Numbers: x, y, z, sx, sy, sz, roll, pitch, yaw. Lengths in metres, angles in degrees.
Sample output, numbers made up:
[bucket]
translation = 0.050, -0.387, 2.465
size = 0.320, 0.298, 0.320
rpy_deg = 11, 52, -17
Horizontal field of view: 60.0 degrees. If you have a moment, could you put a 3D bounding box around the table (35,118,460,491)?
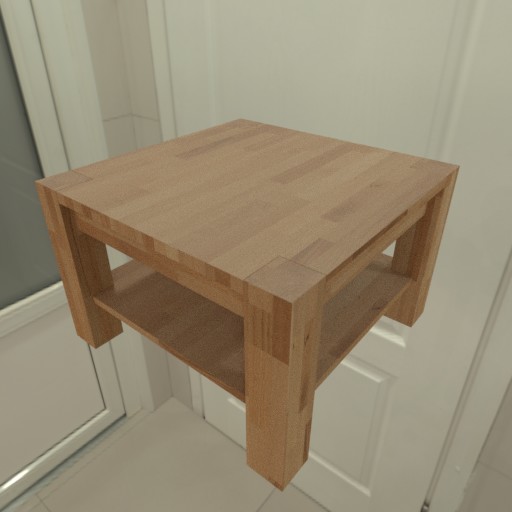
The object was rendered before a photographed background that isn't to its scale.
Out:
[table]
translation = 0.000, 0.000, 1.144
size = 0.700, 0.451, 0.700
rpy_deg = 23, 38, 33
